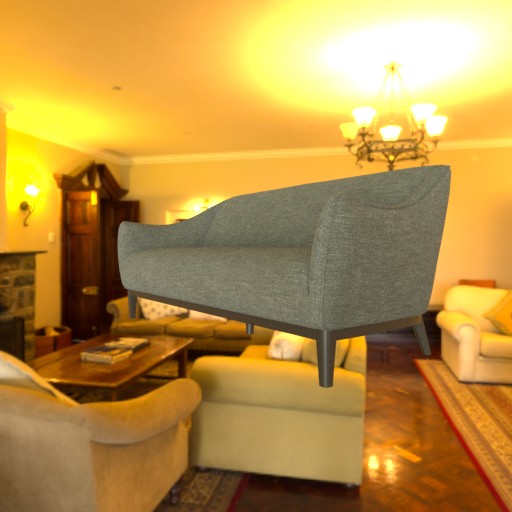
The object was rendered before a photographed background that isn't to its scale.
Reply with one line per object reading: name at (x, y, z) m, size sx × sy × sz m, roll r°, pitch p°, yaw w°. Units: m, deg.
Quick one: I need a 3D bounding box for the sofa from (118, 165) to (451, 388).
sofa at (0.000, 0.000, 2.375) m, size 0.867 × 0.829 × 1.928 m, roll -1°, pitch 2°, yaw -37°
